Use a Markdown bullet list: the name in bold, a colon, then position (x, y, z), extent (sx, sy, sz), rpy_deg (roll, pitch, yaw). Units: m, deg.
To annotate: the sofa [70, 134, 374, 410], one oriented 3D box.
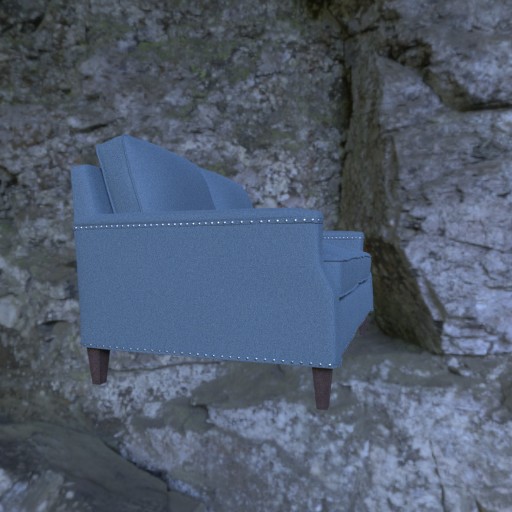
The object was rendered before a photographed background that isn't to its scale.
- **sofa**: position (0.000, 0.000, 2.295), extent (1.084, 1.003, 1.597), rpy_deg (0, 0, 19)
